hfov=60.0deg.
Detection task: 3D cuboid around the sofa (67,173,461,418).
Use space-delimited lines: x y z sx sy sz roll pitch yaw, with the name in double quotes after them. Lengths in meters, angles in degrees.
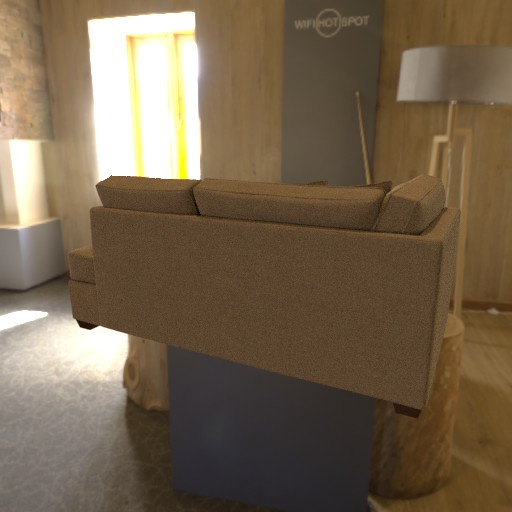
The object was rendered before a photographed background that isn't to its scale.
0.000 0.000 2.785 2.238 1.019 1.110 8 16 27 "sofa"
